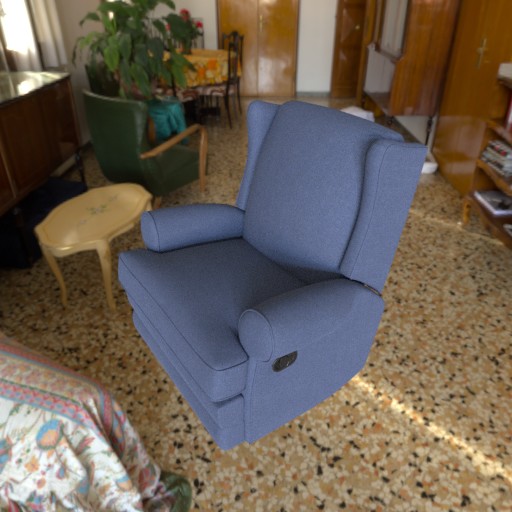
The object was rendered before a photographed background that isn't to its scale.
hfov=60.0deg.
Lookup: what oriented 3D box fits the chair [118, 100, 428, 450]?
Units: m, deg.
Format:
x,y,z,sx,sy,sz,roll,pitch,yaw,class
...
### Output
x,y,z,sx,sy,sz,roll,pitch,yaw,class
0.000,0.000,1.721,0.877,1.020,0.971,-19,36,-29,chair
